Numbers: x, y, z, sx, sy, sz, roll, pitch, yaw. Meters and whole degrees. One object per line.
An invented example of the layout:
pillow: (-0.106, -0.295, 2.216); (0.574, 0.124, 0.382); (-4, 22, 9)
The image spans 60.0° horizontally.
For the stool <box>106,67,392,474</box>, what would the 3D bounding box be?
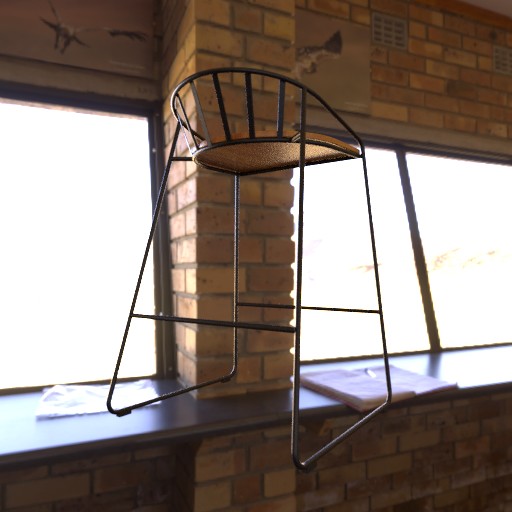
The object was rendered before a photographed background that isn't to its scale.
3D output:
stool: (0.000, 0.000, 1.157); (0.546, 0.812, 0.521); (-1, -2, 35)
